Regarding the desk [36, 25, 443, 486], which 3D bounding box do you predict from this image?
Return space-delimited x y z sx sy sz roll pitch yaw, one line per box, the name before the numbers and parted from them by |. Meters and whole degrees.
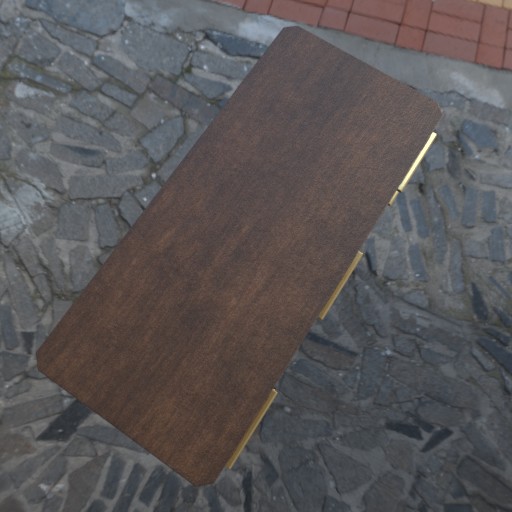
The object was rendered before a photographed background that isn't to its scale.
desk | 0.000 0.000 1.819 0.684 0.762 1.479 33 78 8
